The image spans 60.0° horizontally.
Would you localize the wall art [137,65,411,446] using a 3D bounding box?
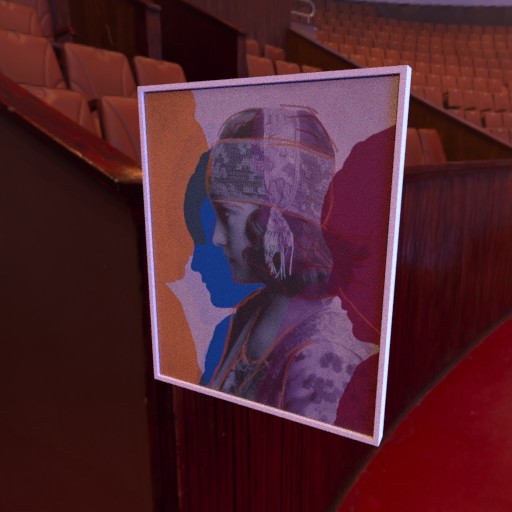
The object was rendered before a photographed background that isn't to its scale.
[{"bbox_3d":[0.000,0.000,0.732,0.443,0.549,0.030,7,16,27],"label":"wall art"}]
